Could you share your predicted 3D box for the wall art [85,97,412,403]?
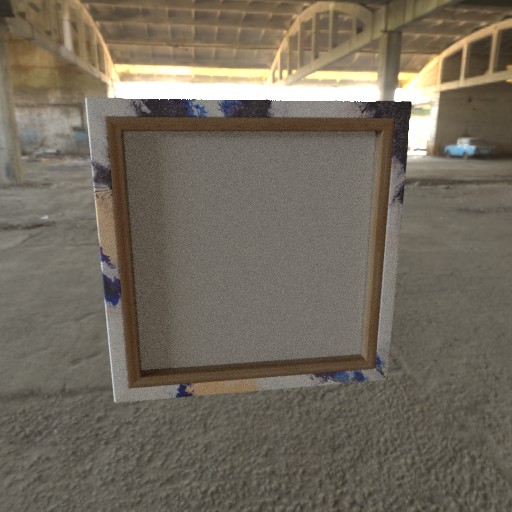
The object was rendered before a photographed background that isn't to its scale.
[{"bbox_3d":[0.000,0.000,0.914,0.609,0.609,0.039,-2,15,-8],"label":"wall art"}]
